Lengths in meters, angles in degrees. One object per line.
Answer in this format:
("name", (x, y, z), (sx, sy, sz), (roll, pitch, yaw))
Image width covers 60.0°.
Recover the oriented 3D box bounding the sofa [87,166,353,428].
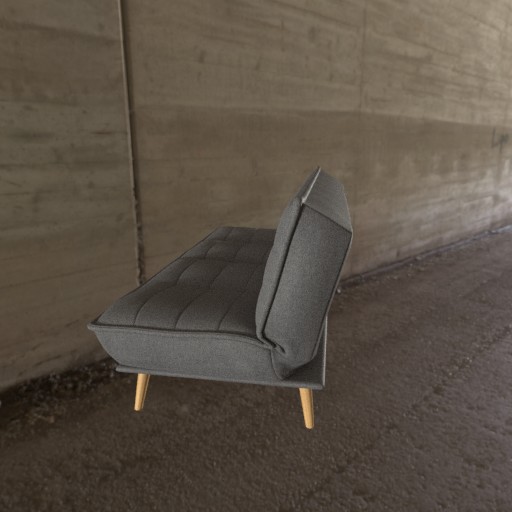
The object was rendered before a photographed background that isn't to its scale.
("sofa", (0.000, 0.000, 2.452), (0.950, 0.890, 1.940), (2, 15, 9))
